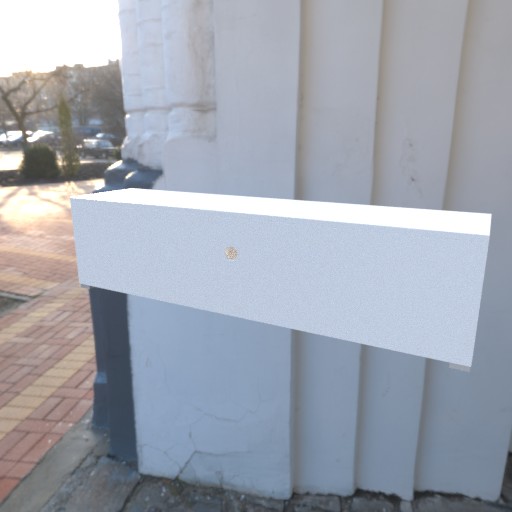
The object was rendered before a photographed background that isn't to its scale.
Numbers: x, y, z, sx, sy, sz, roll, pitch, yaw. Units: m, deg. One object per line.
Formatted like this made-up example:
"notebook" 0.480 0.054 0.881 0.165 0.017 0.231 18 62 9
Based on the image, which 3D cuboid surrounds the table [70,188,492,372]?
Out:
"table" 0.000 0.000 1.803 1.650 0.420 0.390 8 17 27
